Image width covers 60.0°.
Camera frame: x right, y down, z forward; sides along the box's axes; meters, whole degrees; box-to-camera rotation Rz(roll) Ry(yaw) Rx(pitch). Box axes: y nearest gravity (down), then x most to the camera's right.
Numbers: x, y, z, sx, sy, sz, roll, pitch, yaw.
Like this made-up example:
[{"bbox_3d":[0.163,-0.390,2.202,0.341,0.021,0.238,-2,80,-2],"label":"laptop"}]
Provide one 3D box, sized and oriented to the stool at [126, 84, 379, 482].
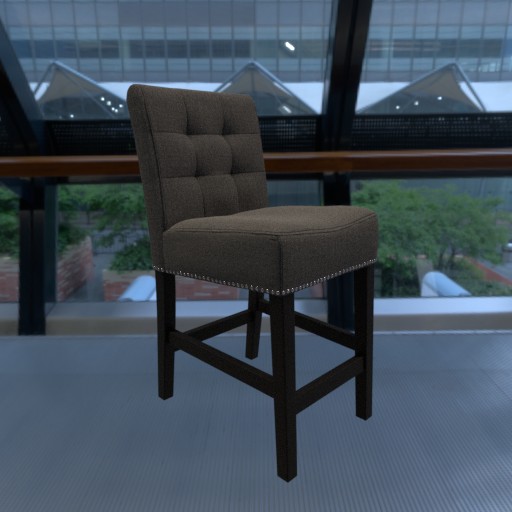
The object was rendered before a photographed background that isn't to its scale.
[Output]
[{"bbox_3d":[0.000,0.000,1.201,0.427,0.885,0.571,-14,20,-43],"label":"stool"}]
